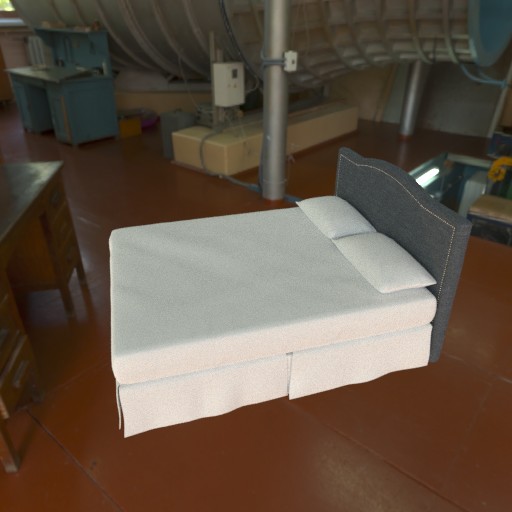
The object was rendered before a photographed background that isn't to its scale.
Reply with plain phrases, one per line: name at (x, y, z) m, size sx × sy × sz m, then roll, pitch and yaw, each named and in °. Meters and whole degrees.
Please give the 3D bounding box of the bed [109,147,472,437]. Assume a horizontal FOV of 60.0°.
bed at (0.000, 0.000, 4.041) m, size 2.689 × 1.457 × 2.161 m, roll -8°, pitch 31°, yaw -14°
